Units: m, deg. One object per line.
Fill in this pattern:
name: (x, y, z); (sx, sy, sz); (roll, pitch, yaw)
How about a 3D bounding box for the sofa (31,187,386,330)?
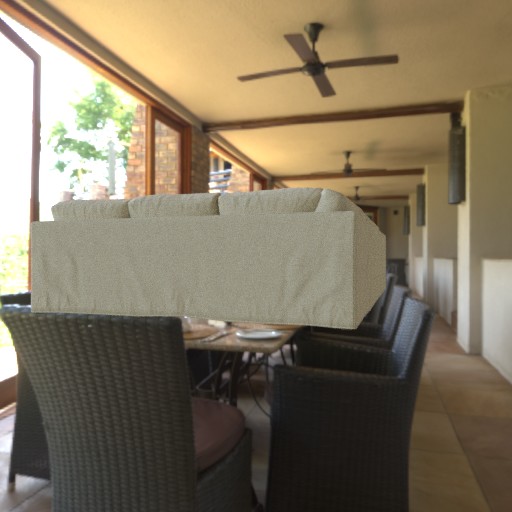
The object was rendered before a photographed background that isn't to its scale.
sofa: (0.000, 0.000, 4.571); (2.448, 0.882, 3.464); (0, 0, 18)
